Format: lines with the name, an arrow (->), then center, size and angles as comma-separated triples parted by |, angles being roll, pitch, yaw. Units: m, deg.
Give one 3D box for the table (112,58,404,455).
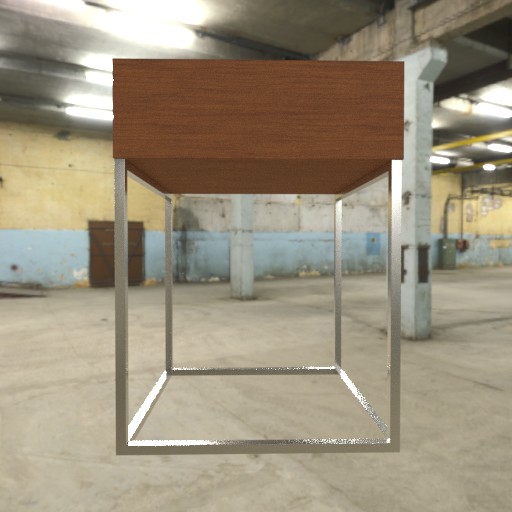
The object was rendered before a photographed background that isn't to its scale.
table -> 0.000, 0.000, 0.805 | 0.397, 0.540, 0.398 | 0, 1, -1
